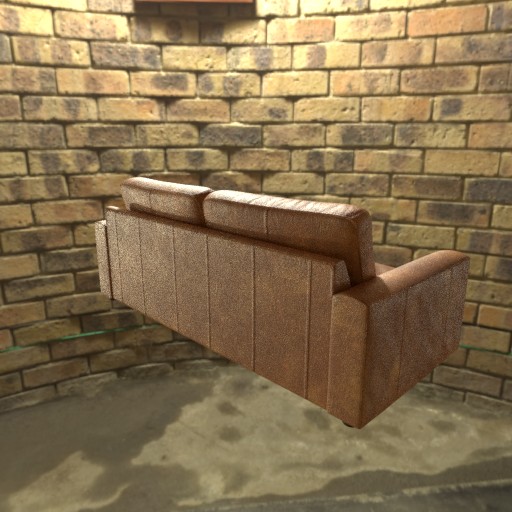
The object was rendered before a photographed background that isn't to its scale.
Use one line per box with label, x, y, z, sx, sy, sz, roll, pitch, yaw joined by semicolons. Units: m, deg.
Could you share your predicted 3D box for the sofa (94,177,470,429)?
sofa;0.000;0.000;2.709;1.016;0.873;2.179;-15;21;-43
